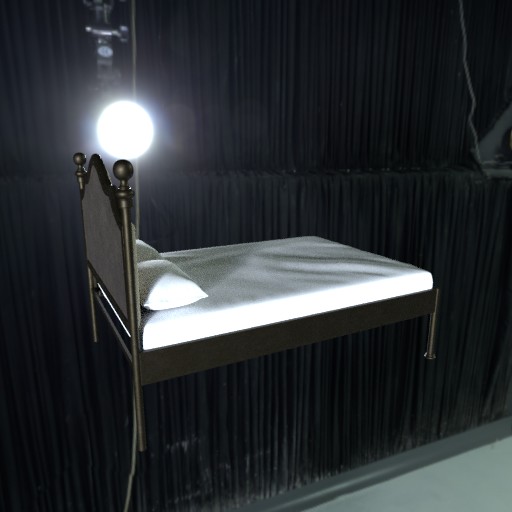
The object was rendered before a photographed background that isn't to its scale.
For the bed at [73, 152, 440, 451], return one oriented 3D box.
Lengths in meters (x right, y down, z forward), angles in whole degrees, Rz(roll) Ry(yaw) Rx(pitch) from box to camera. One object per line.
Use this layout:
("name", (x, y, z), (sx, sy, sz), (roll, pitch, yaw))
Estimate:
("bed", (0.000, 0.000, 3.189), (2.170, 1.462, 1.533), (-8, 16, -27))
